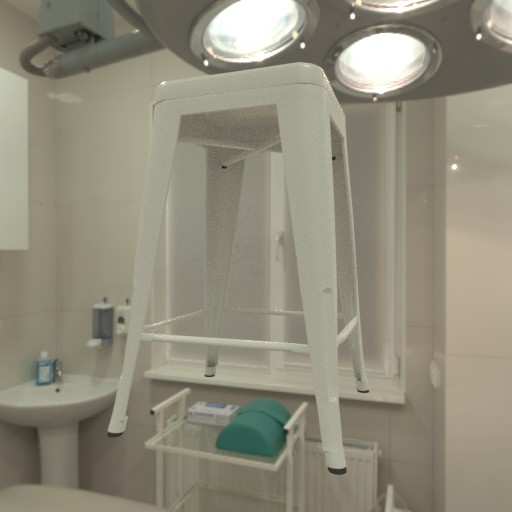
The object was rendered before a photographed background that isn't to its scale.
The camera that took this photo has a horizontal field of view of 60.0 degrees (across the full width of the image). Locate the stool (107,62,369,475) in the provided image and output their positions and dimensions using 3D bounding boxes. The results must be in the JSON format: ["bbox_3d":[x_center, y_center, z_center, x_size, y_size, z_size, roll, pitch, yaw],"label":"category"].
[{"bbox_3d":[0.000,0.000,0.875,0.406,0.610,0.406,0,1,19],"label":"stool"}]
